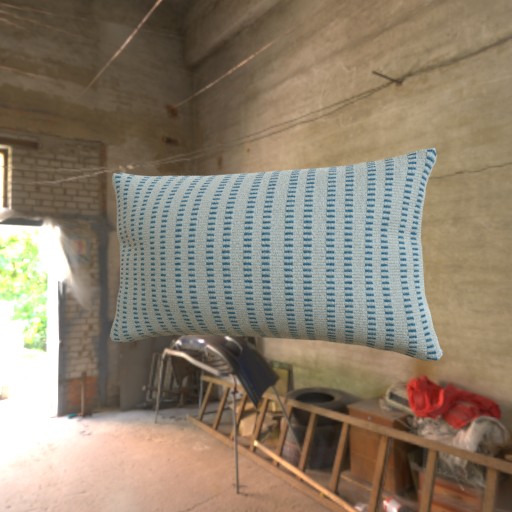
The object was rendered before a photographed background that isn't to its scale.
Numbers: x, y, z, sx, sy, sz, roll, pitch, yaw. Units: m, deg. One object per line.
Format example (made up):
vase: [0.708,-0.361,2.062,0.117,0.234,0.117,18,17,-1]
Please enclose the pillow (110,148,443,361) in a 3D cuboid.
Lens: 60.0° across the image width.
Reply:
pillow: [0.000,0.000,0.821,0.640,0.353,0.210,-1,-2,18]
